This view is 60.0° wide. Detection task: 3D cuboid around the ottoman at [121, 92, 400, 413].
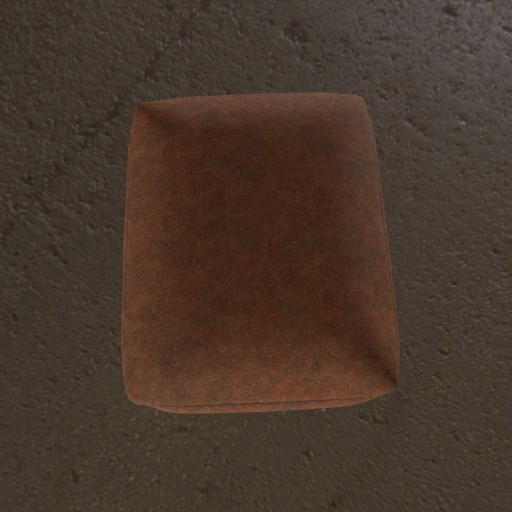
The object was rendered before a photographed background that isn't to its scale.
[{"bbox_3d":[0.000,0.000,1.210,0.635,0.508,0.787,-2,75,-1],"label":"ottoman"}]
